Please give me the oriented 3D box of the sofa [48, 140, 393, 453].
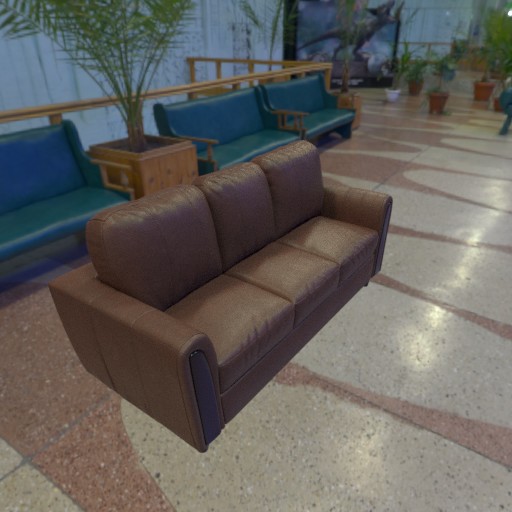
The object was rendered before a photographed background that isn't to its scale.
[{"bbox_3d":[0.000,0.000,2.345,0.802,0.915,1.862,19,33,32],"label":"sofa"}]
